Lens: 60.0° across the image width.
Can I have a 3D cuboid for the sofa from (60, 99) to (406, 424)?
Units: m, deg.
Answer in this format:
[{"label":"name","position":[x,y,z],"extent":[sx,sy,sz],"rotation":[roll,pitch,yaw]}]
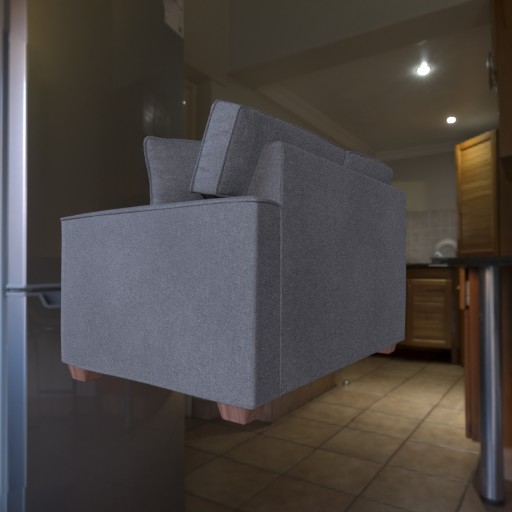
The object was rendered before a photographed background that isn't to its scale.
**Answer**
[{"label":"sofa","position":[0.000,0.000,2.054],"extent":[0.991,0.989,1.388],"rotation":[-1,-1,36]}]
